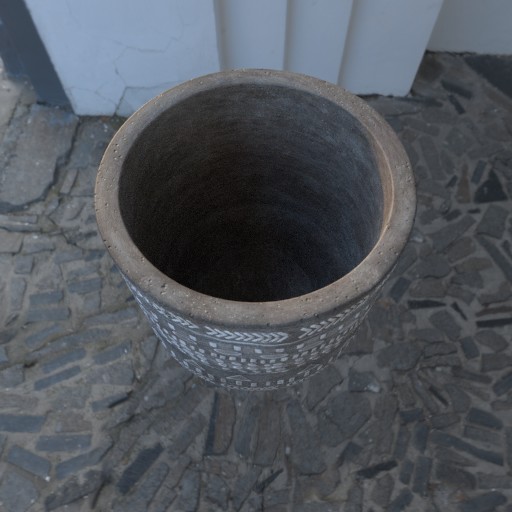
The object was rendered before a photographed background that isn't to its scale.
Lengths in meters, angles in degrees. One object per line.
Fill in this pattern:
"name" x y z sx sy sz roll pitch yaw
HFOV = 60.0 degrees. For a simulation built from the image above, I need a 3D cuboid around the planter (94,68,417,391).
"planter" 0.000 0.000 0.222 0.122 0.128 0.122 0 61 0
